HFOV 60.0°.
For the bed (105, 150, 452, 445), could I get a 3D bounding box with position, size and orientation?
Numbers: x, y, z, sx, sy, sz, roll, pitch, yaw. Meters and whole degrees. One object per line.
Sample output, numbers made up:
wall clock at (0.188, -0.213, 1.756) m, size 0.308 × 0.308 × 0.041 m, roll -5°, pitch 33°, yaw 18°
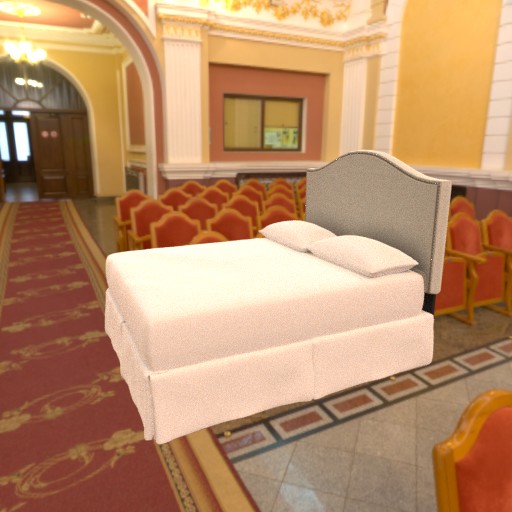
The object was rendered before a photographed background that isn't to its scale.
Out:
bed at (0.000, 0.000, 3.479) m, size 2.180 × 1.607 × 1.813 m, roll -7°, pitch 16°, yaw -25°
